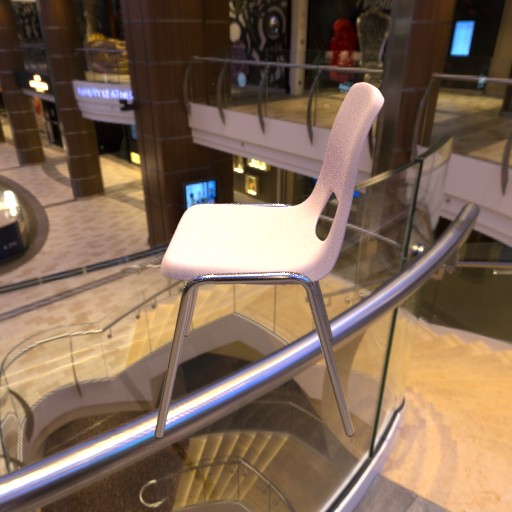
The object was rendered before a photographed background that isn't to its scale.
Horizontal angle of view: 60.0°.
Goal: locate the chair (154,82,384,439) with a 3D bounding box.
[{"bbox_3d":[0.000,0.000,0.967,0.436,0.704,0.381,0,27,1],"label":"chair"}]
